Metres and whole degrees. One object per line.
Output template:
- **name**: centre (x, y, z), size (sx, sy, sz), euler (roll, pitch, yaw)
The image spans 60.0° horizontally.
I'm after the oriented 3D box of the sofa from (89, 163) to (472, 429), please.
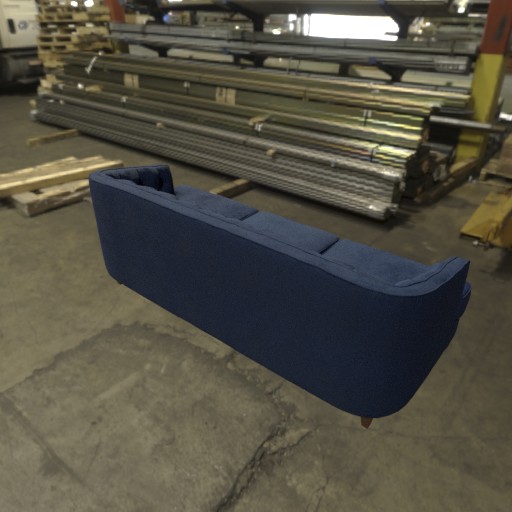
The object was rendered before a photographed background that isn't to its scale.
- **sofa**: centre (0.000, 0.000, 2.689), size (2.278, 0.855, 0.941), euler (22, 37, 33)
